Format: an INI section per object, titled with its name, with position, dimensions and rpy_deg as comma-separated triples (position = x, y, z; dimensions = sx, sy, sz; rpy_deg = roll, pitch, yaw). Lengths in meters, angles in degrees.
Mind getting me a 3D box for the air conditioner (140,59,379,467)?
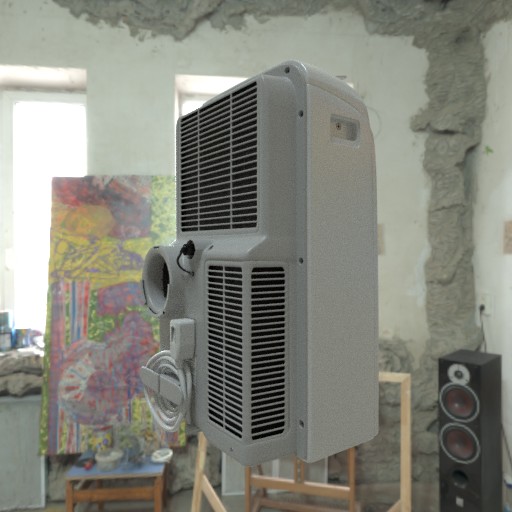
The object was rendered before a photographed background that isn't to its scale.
[air conditioner]
position = 0.000, 0.000, 1.017
dimensions = 0.414, 0.786, 0.449
rpy_deg = -1, 1, -36
